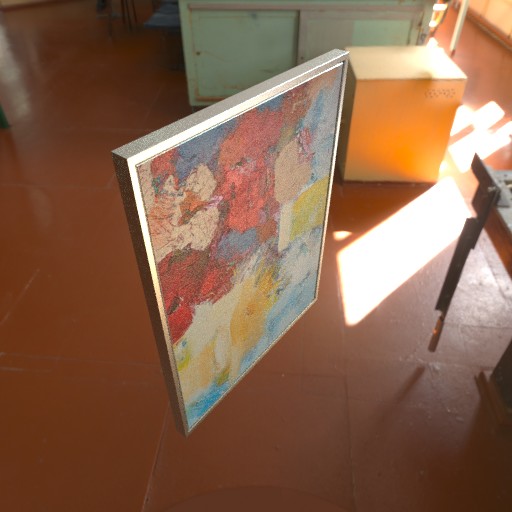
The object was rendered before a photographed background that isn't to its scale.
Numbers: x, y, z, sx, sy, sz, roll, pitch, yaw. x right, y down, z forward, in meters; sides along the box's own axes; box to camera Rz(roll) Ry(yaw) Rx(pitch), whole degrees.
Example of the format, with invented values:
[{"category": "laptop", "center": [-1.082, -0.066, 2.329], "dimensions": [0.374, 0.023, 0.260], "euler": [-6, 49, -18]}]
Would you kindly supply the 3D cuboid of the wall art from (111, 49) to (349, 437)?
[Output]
[{"category": "wall art", "center": [0.000, 0.000, 0.764], "dimensions": [0.025, 0.569, 0.444], "euler": [28, 48, 28]}]
